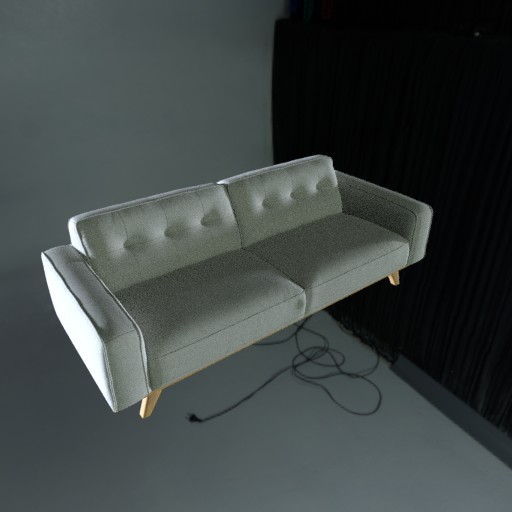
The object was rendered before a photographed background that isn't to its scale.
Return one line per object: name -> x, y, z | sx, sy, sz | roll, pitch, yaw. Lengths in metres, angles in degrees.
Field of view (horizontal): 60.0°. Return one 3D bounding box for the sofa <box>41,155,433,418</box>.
sofa -> 0.000, 0.000, 2.744 | 2.270, 0.781, 0.956 | -21, 36, -31
